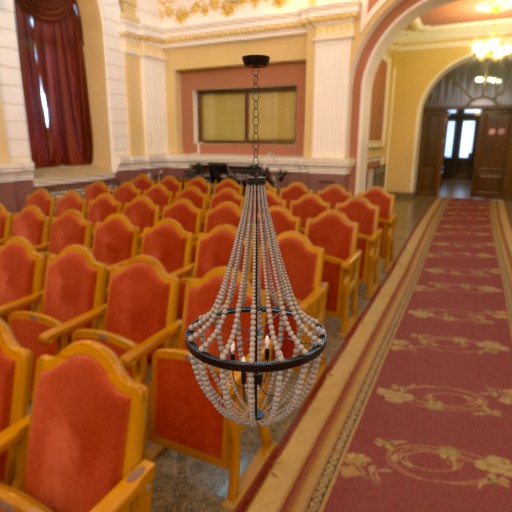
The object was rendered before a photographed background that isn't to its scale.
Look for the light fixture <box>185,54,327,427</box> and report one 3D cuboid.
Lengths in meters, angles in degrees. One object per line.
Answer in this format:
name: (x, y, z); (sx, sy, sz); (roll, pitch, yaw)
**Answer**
light fixture: (0.000, 0.000, 1.365); (0.450, 1.133, 0.450); (0, 14, 0)
